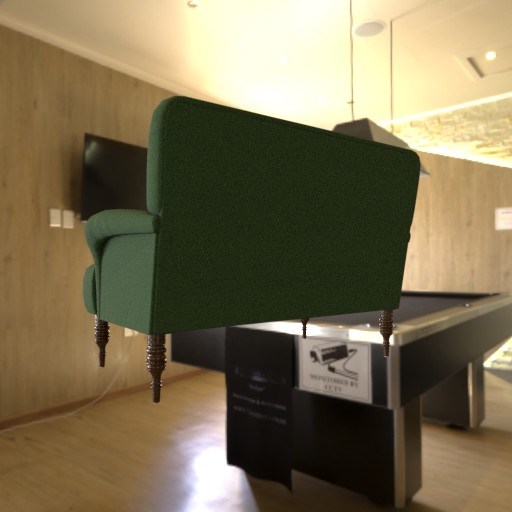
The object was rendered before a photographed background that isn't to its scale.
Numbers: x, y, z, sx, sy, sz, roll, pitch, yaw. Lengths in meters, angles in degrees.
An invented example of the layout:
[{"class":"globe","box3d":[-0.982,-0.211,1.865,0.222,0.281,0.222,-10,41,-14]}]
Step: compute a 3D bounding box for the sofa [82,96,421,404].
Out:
[{"class":"sofa","box3d":[0.000,0.000,1.841,1.297,0.889,0.779,0,0,-36]}]
